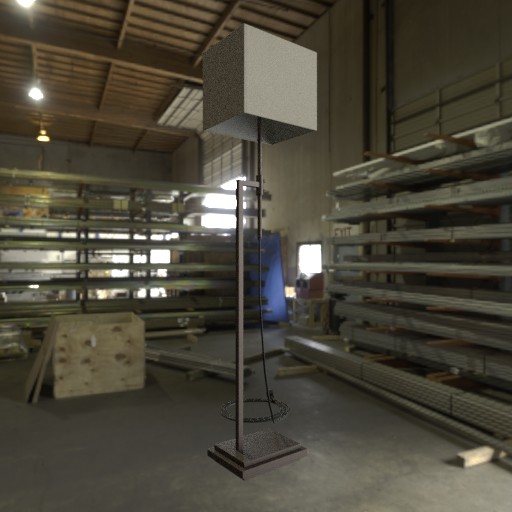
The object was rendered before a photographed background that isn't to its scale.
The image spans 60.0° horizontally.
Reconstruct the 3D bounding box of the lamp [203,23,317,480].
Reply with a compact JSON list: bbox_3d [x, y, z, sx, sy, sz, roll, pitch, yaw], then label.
[{"bbox_3d":[0.000,0.000,2.044,0.698,1.600,0.774,1,-1,-37],"label":"lamp"}]
